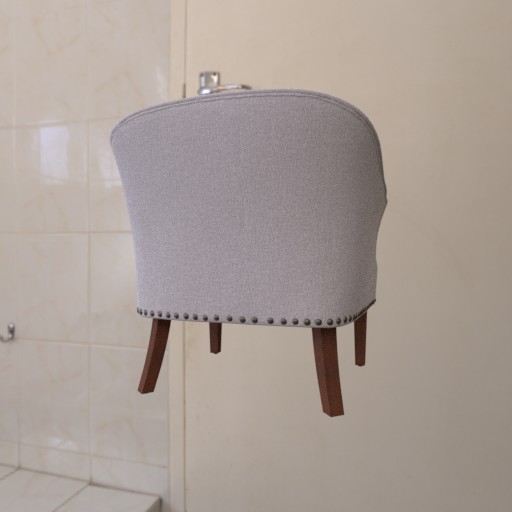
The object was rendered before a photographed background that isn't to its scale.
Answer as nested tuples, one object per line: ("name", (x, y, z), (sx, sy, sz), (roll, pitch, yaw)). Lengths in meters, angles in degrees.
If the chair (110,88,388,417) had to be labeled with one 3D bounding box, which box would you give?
("chair", (0.000, 0.000, 1.425), (0.798, 0.815, 0.704), (0, 1, 19))
